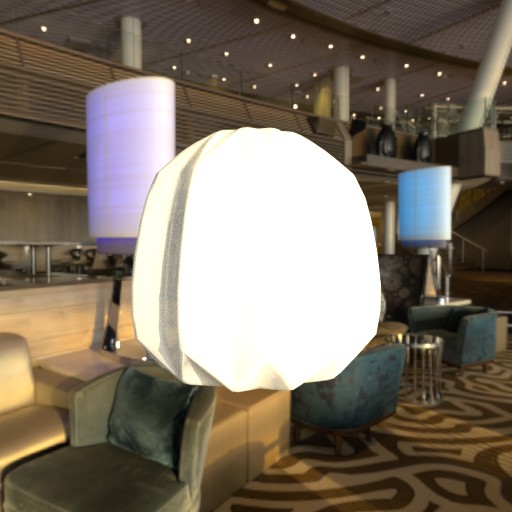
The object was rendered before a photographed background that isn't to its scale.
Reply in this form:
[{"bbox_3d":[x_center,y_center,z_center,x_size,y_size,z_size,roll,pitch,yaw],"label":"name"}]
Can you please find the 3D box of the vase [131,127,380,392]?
[{"bbox_3d":[0.000,0.000,0.254,0.139,0.134,0.139,0,2,0],"label":"vase"}]
